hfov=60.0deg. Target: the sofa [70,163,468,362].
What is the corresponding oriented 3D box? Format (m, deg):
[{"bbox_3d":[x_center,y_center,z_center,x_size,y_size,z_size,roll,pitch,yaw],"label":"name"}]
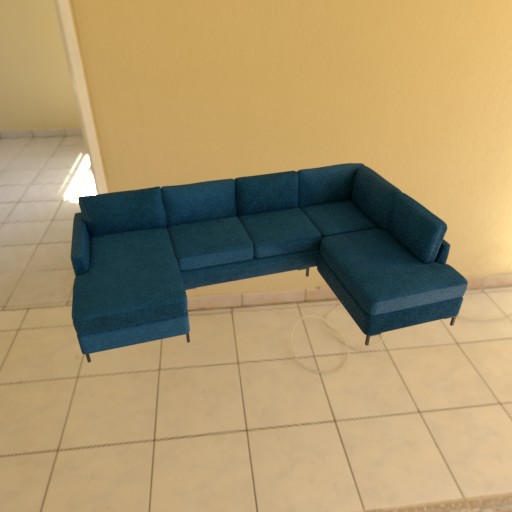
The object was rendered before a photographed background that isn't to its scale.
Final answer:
[{"bbox_3d":[0.000,0.000,4.400,3.434,0.992,2.055,-9,34,-14],"label":"sofa"}]
